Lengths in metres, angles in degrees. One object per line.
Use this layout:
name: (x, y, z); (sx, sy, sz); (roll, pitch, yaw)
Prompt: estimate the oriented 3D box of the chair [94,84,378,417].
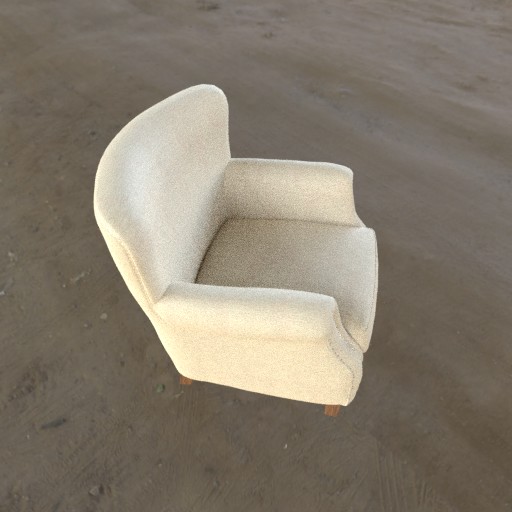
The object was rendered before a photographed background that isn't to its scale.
chair: (0.000, 0.000, 1.653); (0.921, 0.936, 0.861); (10, 46, 9)
